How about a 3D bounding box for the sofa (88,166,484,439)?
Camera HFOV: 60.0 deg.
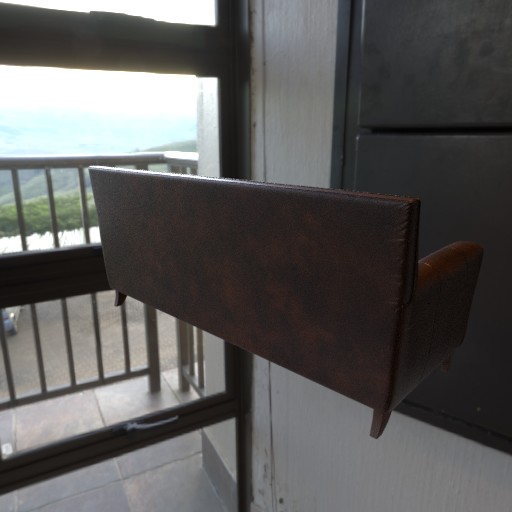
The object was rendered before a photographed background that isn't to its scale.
[{"bbox_3d":[0.000,0.000,2.315,1.995,0.871,0.786,14,21,42],"label":"sofa"}]
